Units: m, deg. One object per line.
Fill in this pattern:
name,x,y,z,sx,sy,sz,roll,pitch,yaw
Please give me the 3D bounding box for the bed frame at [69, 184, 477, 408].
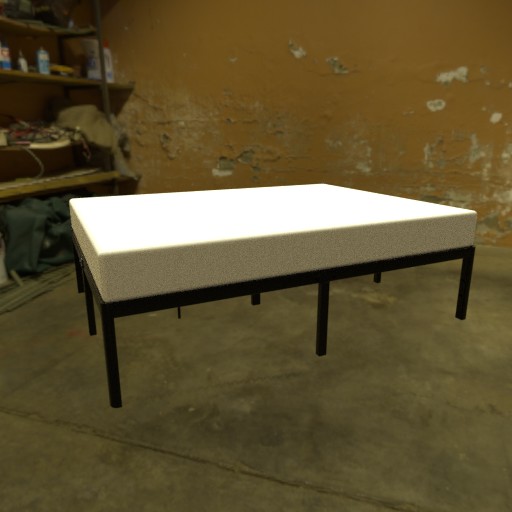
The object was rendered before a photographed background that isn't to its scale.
bed frame,0.000,0.000,2.810,2.072,0.659,1.557,-7,17,-25
